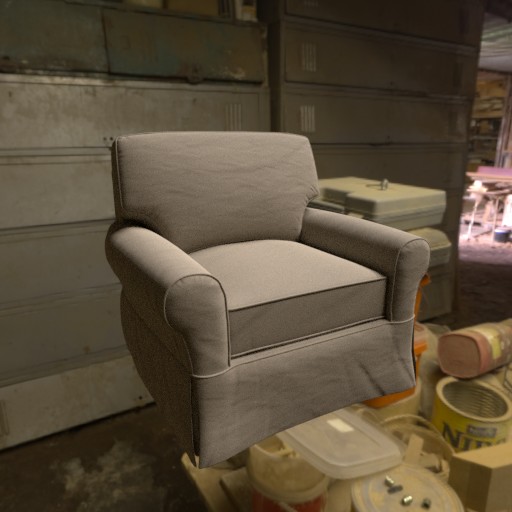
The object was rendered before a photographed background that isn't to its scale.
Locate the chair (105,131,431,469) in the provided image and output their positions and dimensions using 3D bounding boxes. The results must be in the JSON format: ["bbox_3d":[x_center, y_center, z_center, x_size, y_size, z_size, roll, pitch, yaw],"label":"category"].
[{"bbox_3d":[0.000,0.000,1.870,1.135,1.017,0.988,-8,17,-29],"label":"chair"}]
